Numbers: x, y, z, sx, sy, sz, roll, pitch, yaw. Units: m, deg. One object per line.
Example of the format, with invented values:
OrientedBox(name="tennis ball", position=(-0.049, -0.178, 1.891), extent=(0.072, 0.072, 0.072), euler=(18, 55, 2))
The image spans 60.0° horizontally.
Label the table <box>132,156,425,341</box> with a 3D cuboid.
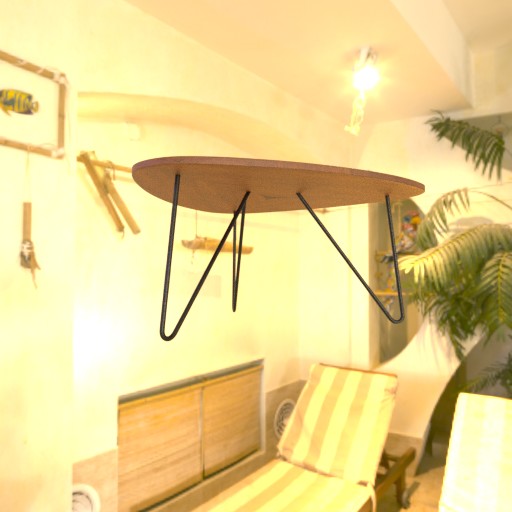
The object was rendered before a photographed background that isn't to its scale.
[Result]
OrientedBox(name="table", position=(0.000, 0.000, 1.311), extent=(0.833, 0.413, 0.821), euler=(-1, -2, 36))
